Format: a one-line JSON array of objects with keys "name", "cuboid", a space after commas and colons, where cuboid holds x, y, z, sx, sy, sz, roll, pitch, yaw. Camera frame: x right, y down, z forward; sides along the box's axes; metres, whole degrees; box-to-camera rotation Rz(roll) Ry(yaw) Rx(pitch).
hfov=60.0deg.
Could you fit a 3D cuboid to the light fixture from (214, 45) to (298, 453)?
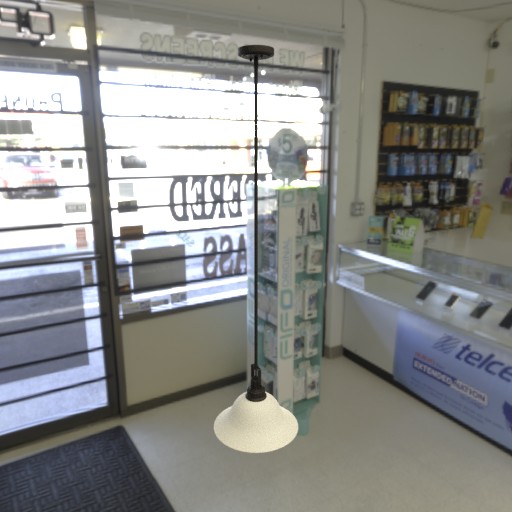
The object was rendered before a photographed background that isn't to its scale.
[{"name": "light fixture", "cuboid": [0.000, 0.000, 1.547, 0.324, 1.337, 0.324, -7, 15, -27]}]
